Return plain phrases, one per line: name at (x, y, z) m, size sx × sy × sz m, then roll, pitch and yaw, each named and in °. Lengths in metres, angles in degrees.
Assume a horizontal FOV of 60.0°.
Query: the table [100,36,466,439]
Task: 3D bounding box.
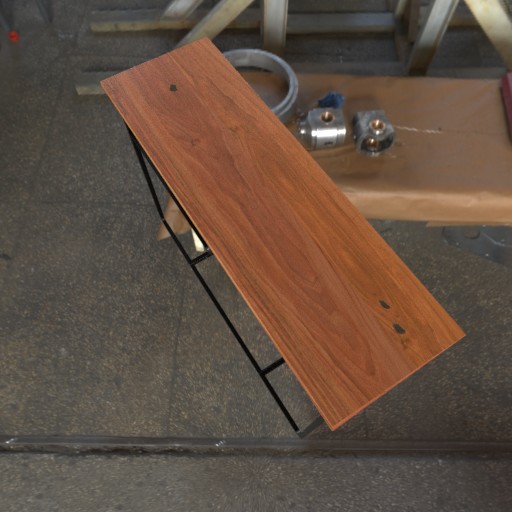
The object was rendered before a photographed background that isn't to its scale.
table at (0.000, 0.000, 1.434) m, size 0.350 × 0.750 × 1.100 m, roll -30°, pitch 68°, yaw -14°
